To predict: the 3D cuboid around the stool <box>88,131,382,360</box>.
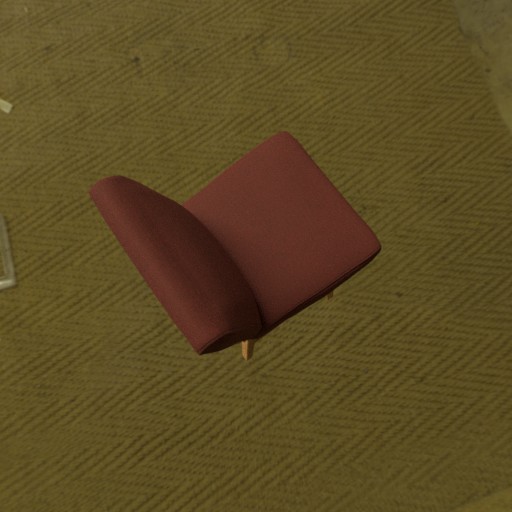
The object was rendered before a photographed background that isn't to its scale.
[{"bbox_3d":[0.000,0.000,1.395,0.562,1.093,0.468,-35,78,-8],"label":"stool"}]
